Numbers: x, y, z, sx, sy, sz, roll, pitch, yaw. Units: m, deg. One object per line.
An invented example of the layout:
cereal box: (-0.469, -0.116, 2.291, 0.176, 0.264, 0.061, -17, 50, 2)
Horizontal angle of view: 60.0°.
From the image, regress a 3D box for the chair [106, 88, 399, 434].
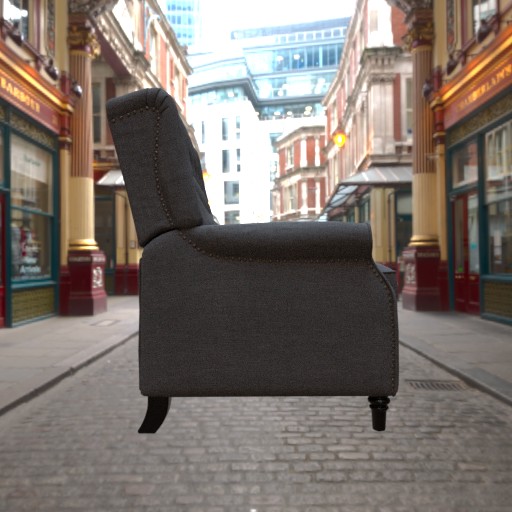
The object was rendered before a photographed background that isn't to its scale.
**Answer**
chair: (0.000, 0.000, 1.606, 0.898, 1.035, 0.742, 0, -1, -1)
